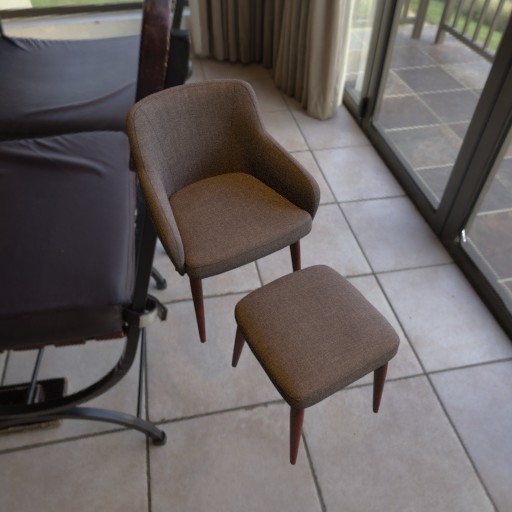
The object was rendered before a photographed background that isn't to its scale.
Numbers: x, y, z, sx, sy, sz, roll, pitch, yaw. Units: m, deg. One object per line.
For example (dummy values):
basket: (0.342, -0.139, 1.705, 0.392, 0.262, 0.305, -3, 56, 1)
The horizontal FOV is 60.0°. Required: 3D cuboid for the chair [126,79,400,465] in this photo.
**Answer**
chair: (0.000, 0.000, 1.551, 0.584, 0.799, 1.107, -23, 50, -20)
